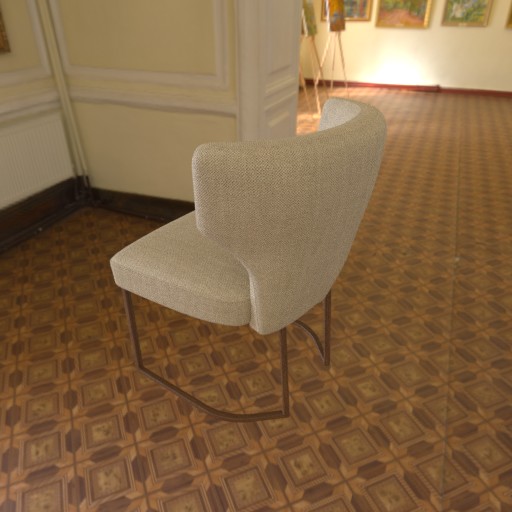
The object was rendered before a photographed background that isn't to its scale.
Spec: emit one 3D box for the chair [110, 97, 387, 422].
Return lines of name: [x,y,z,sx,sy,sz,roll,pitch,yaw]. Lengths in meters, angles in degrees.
chair: [0.000,0.000,1.267,0.617,0.824,0.611,20,36,30]
